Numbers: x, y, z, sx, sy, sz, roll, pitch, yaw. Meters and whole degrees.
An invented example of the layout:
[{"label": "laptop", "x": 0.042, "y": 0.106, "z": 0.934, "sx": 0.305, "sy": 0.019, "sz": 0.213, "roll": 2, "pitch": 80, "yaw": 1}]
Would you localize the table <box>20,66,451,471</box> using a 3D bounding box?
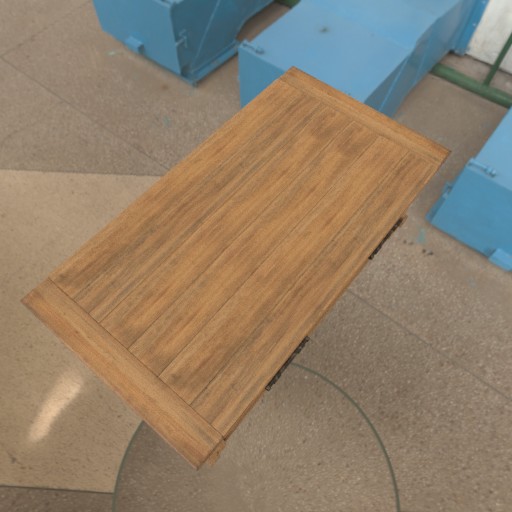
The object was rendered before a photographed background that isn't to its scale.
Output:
[{"label": "table", "x": 0.000, "y": 0.000, "z": 1.590, "sx": 0.693, "sy": 0.494, "sz": 1.270, "roll": 36, "pitch": 67, "yaw": 18}]
